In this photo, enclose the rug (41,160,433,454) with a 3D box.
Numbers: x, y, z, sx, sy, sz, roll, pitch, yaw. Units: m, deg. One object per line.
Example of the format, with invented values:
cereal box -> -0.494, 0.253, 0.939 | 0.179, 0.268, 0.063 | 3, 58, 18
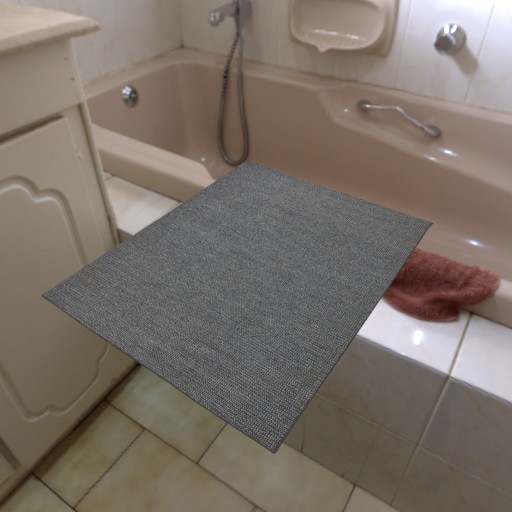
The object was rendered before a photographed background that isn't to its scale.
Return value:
rug -> 0.000, 0.000, 4.290 | 2.456, 0.021, 3.068 | 24, 46, 26
